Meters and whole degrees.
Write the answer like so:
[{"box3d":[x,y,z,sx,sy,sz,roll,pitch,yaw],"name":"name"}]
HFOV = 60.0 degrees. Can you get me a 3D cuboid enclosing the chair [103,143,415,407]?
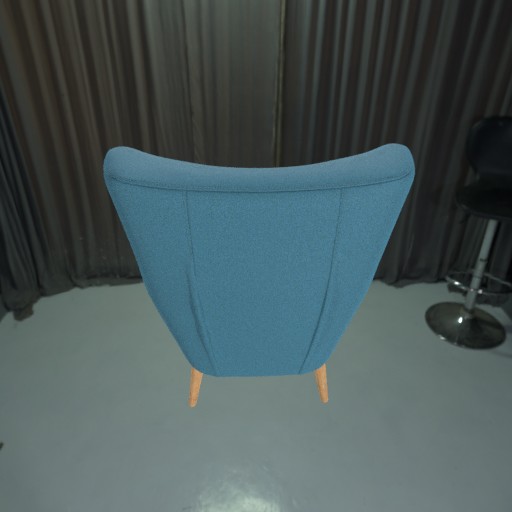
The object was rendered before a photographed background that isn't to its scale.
[{"box3d":[0.000,0.000,1.537,0.890,0.889,0.889,-1,29,-2],"name":"chair"}]
